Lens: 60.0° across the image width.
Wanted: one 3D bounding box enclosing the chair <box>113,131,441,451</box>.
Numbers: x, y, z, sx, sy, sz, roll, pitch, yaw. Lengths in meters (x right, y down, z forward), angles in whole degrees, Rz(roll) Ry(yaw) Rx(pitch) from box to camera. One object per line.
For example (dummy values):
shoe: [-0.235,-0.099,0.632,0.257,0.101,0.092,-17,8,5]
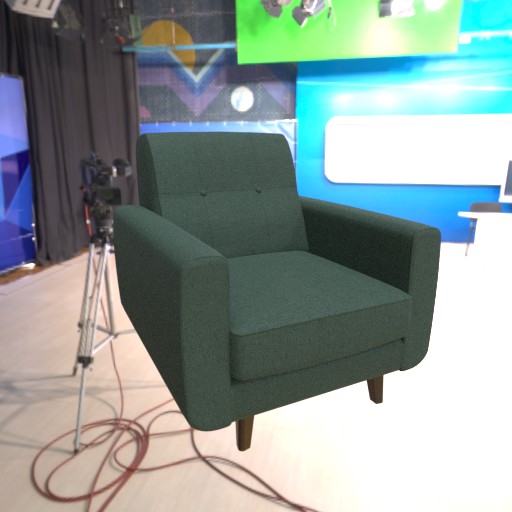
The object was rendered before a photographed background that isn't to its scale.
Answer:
chair: [0.000,0.000,1.541,0.831,0.841,0.909,-8,17,-26]
